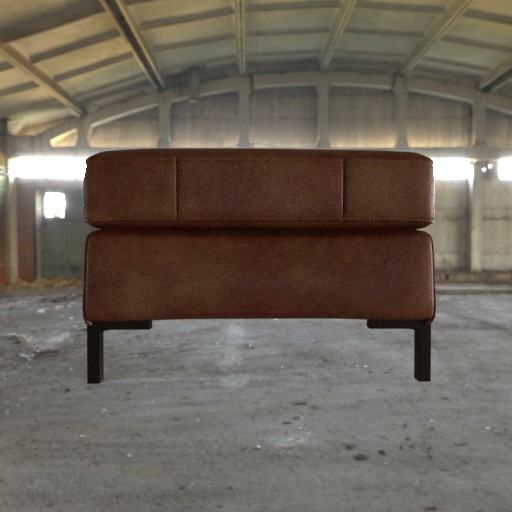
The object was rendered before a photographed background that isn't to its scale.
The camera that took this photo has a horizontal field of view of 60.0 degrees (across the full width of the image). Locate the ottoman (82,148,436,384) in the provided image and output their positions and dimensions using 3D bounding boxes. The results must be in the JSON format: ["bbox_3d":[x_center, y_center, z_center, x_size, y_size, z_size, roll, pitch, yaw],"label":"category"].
[{"bbox_3d":[0.000,0.000,1.764,0.965,0.667,1.186,0,1,-1],"label":"ottoman"}]
